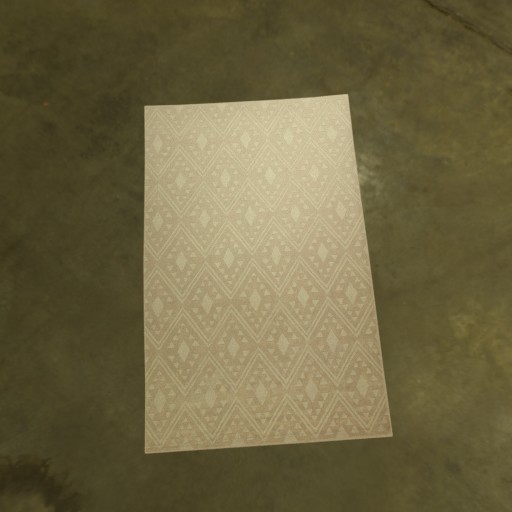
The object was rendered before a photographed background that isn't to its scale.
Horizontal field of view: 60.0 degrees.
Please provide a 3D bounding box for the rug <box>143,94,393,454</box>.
[{"bbox_3d":[0.000,0.000,3.051,1.553,0.053,2.430,-4,75,-1],"label":"rug"}]
